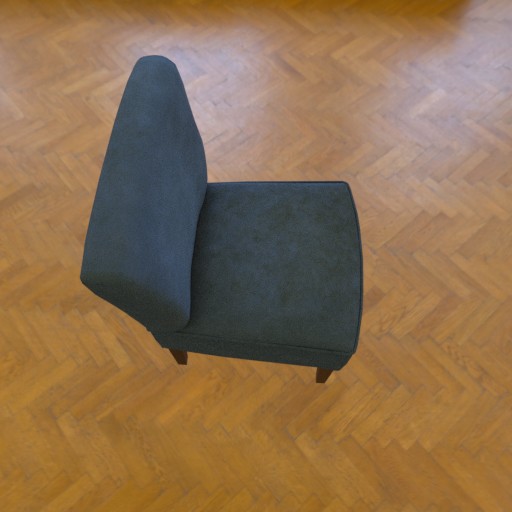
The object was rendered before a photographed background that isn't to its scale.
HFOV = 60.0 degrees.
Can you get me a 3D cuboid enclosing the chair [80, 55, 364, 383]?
[{"bbox_3d":[0.000,0.000,1.154,0.551,0.806,0.521,3,63,2],"label":"chair"}]
